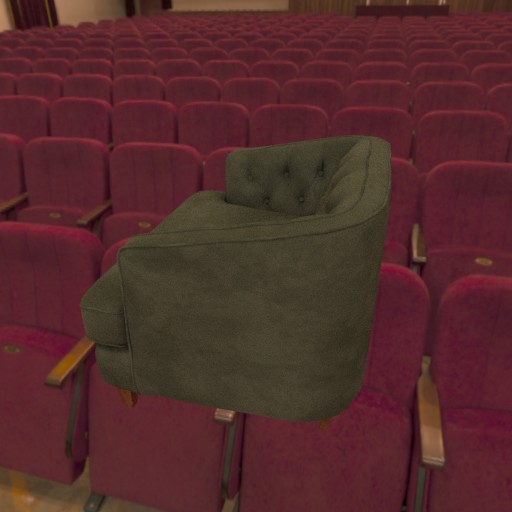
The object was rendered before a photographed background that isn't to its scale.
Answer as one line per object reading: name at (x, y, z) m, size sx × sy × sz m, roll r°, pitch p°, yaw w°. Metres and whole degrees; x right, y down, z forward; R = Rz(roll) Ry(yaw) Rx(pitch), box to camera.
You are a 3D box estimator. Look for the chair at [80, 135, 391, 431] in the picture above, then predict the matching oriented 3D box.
chair at (0.000, 0.000, 1.768) m, size 0.941 × 0.852 × 1.104 m, roll 7°, pitch 29°, yaw 13°
